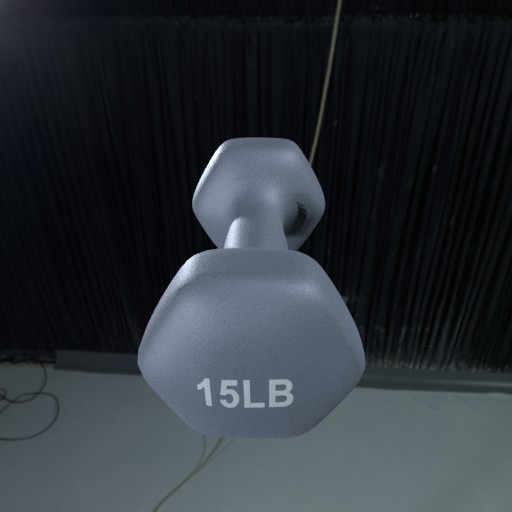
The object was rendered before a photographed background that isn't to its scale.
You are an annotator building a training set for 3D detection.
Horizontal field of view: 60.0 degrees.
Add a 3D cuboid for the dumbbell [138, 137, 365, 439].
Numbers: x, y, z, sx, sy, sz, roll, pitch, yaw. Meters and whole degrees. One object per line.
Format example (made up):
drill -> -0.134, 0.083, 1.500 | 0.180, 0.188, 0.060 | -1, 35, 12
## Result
dumbbell -> 0.000, 0.000, 0.308 | 0.116, 0.105, 0.240 | 1, 31, 2
